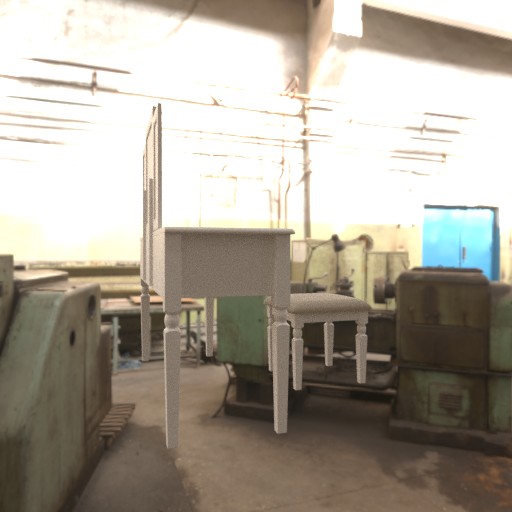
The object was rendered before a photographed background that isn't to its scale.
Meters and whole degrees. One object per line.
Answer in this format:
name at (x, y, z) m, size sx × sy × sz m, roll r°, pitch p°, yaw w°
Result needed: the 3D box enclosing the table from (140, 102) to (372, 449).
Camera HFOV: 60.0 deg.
table at (0.000, 0.000, 2.302) m, size 1.115 × 1.310 × 1.369 m, roll 0°, pitch 1°, yaw -18°
